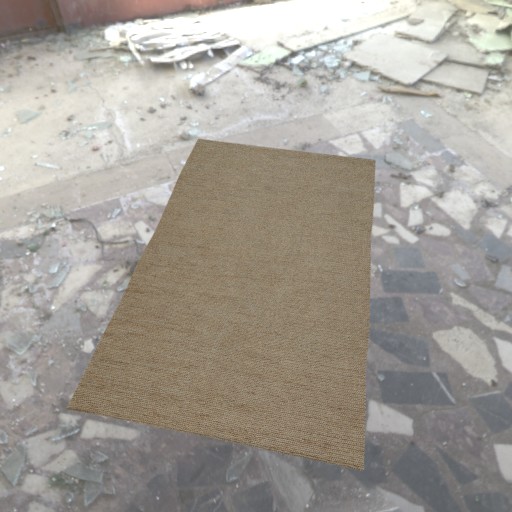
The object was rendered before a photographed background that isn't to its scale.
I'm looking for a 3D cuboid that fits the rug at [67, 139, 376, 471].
[{"bbox_3d":[0.000,0.000,2.980,1.533,0.011,2.439,9,50,7],"label":"rug"}]
